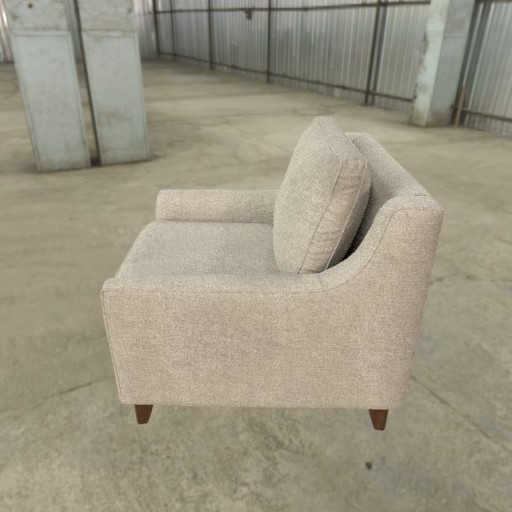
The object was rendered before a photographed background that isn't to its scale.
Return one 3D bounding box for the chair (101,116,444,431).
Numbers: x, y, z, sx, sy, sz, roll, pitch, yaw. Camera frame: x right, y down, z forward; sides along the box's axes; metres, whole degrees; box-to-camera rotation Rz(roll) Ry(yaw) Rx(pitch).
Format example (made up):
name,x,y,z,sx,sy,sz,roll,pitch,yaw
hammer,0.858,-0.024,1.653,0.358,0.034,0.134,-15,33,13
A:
name,x,y,z,sx,sy,sz,roll,pitch,yaw
chair,0.000,0.000,1.571,0.918,0.864,0.838,0,27,1
